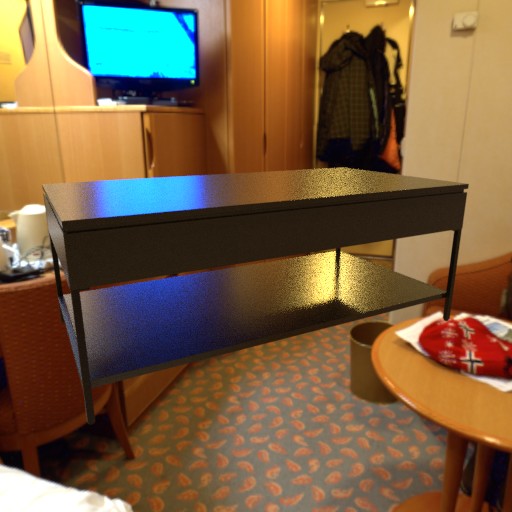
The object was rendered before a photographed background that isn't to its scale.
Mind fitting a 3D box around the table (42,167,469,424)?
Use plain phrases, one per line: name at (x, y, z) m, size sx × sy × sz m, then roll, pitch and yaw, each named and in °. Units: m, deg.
table at (0.000, 0.000, 1.345) m, size 1.095 × 0.435 × 0.574 m, roll -9°, pitch 19°, yaw -27°
